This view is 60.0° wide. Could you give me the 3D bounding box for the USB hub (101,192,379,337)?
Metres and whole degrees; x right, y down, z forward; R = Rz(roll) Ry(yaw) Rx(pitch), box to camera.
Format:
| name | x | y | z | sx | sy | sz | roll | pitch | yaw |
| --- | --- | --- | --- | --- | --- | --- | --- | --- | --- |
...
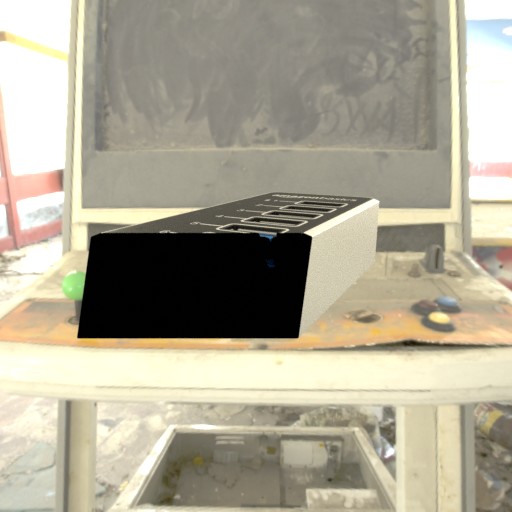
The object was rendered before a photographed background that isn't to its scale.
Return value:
| name | x | y | z | sx | sy | sz | roll | pitch | yaw |
| --- | --- | --- | --- | --- | --- | --- | --- | --- | --- |
| USB hub | 0.000 | 0.000 | 0.125 | 0.044 | 0.023 | 0.110 | 8 | 17 | 27 |
